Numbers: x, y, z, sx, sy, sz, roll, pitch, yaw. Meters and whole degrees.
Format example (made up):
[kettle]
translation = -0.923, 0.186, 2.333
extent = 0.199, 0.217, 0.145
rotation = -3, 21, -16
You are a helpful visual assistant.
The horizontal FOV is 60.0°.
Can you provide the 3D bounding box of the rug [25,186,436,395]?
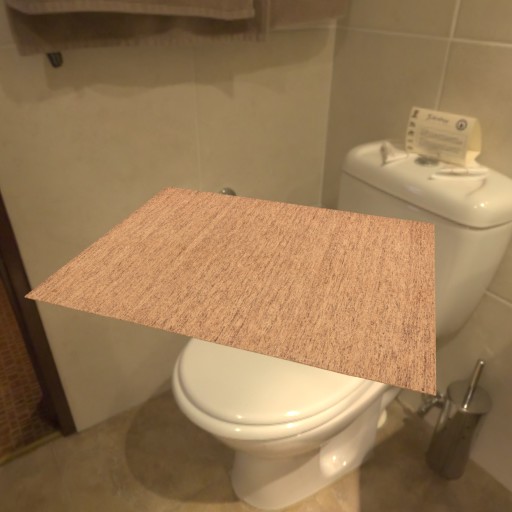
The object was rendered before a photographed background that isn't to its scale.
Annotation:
[rug]
translation = 0.000, 0.000, 4.198
extent = 3.205, 0.013, 2.448
rotation = 10, 33, 16
